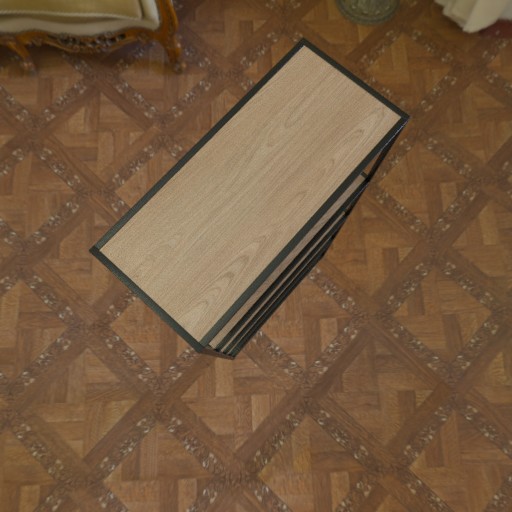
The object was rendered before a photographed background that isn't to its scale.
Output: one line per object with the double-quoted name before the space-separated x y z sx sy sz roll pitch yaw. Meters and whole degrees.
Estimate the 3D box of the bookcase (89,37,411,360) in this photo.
"bookcase" 0.000 0.000 1.788 0.350 1.500 0.770 41 80 9
